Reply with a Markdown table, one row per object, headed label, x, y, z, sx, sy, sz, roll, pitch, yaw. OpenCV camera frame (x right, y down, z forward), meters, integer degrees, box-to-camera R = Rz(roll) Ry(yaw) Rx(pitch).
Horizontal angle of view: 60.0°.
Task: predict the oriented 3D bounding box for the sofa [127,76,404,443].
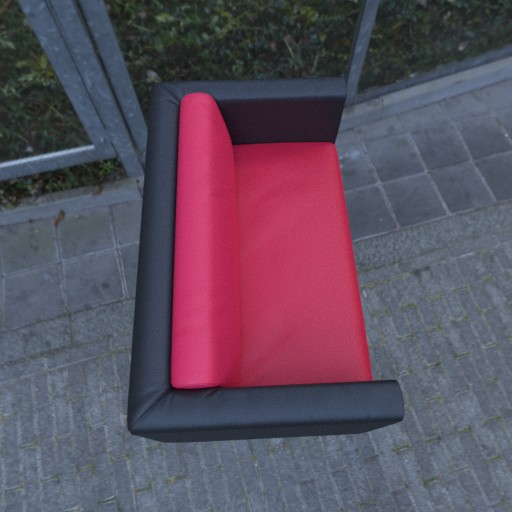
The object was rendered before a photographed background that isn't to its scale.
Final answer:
| label | x | y | z | sx | sy | sz | roll | pitch | yaw |
| --- | --- | --- | --- | --- | --- | --- | --- | --- | --- |
| sofa | 0.000 | 0.000 | 1.882 | 0.845 | 0.735 | 1.410 | -2 | 65 | -1 |
